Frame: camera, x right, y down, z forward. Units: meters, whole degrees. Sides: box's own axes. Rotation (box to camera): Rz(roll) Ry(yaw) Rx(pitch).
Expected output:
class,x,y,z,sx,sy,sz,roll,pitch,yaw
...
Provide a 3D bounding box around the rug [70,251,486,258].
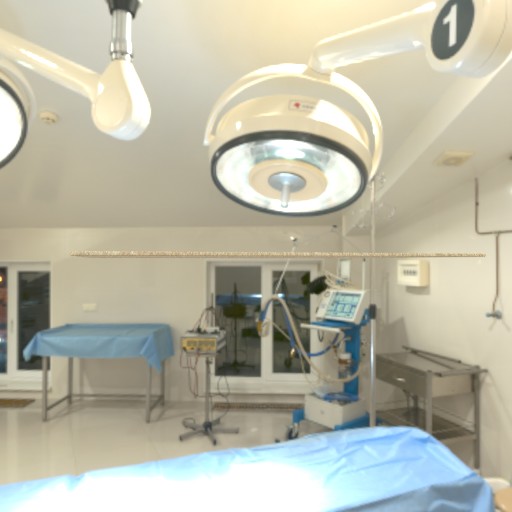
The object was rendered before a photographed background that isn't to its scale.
class,x,y,z,sx,sy,sz,roll,pitch,yaw
rug,0.000,0.000,4.100,3.001,0.025,2.401,0,-1,-18
